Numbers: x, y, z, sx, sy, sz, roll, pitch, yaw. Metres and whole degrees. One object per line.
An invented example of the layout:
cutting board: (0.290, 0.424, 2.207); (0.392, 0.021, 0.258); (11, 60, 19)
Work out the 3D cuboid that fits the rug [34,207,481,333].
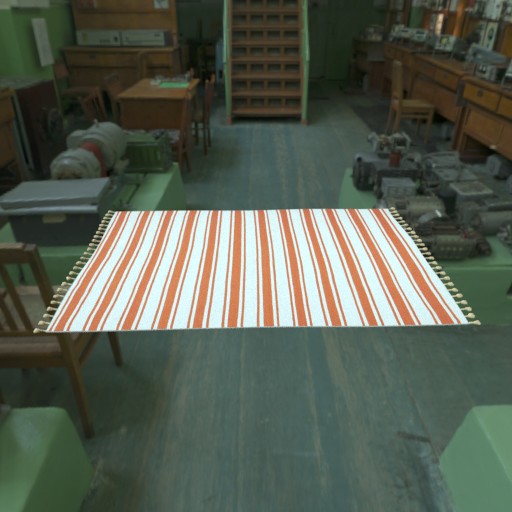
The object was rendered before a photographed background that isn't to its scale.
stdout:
rug: (0.000, 0.000, 3.048); (2.433, 0.022, 1.556); (-1, 30, -1)
